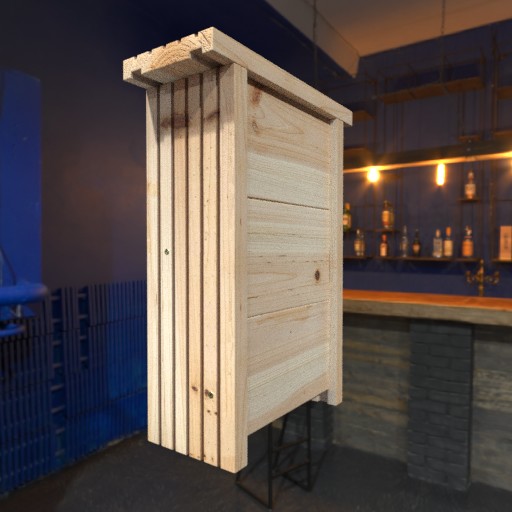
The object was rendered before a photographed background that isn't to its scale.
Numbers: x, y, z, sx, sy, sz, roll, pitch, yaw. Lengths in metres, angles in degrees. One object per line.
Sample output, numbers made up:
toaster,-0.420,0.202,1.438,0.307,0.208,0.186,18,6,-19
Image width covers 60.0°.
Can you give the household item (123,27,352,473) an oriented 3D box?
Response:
household item,0.000,0.000,0.548,0.123,0.407,0.301,1,1,36
